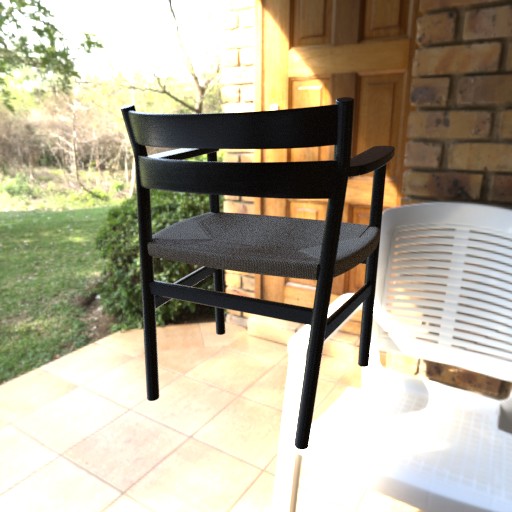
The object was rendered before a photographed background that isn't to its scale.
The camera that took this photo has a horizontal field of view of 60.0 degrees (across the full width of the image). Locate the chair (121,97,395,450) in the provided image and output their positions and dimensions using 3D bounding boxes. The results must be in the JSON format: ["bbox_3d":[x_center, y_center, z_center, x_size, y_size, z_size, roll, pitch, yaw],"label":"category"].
[{"bbox_3d":[0.000,0.000,1.200,0.630,0.775,0.508,7,17,25],"label":"chair"}]
